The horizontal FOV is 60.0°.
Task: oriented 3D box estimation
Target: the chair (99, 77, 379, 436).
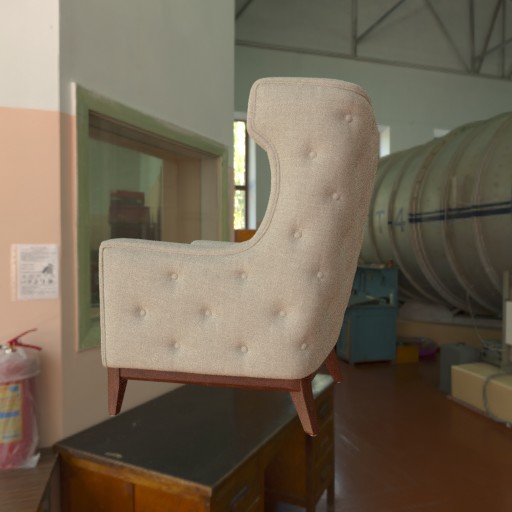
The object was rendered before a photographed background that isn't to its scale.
[{"bbox_3d":[0.000,0.000,1.695,0.899,1.079,0.778,0,1,18],"label":"chair"}]
